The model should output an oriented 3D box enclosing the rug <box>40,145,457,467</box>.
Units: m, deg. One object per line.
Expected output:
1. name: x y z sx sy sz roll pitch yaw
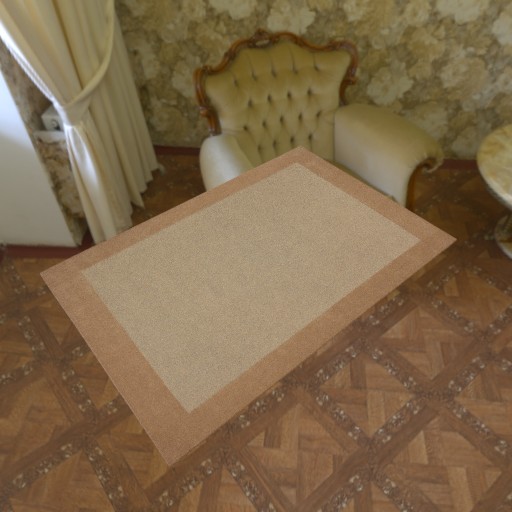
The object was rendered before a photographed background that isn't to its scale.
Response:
1. rug: 0.000 0.000 2.320 1.829 0.014 1.219 -31 53 -27
